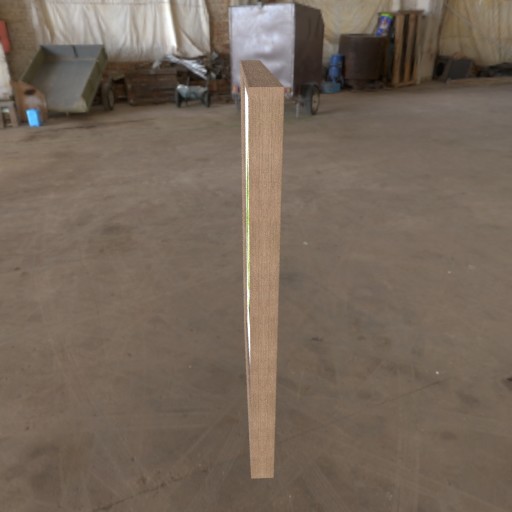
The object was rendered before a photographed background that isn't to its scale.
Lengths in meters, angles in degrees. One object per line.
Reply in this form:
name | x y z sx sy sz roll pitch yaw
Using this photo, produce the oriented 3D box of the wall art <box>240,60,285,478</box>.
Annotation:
wall art | 0.000 0.000 0.654 0.031 0.509 0.356 -1 27 -3
